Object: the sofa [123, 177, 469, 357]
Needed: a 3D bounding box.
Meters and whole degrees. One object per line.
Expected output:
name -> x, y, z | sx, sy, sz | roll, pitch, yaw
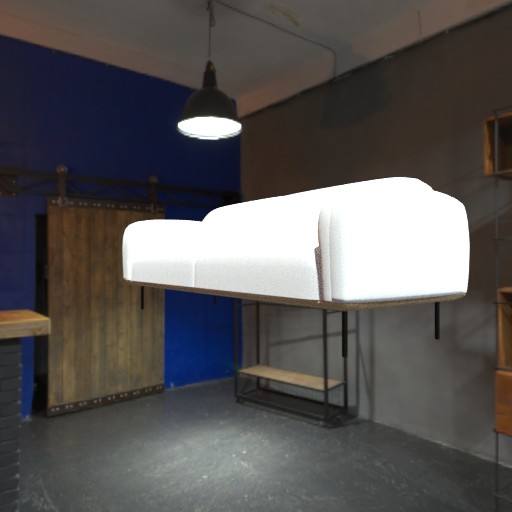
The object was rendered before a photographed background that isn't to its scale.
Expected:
sofa -> 0.000, 0.000, 2.662 | 0.870, 0.780, 2.280 | 0, 0, -36
